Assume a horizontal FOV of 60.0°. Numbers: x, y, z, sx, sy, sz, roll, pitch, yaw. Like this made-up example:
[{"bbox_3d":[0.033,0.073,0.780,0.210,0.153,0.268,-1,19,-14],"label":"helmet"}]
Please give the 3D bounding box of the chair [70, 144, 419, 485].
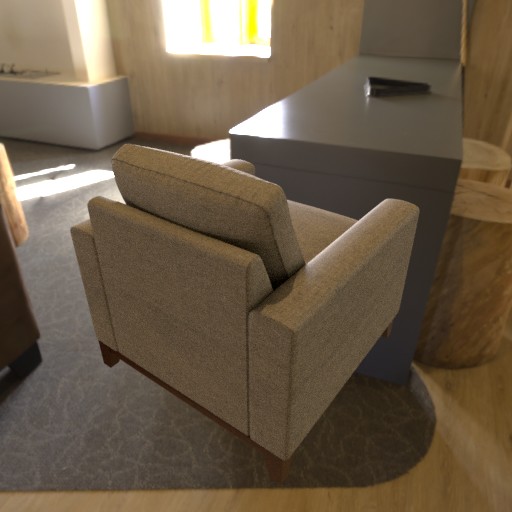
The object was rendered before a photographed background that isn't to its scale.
[{"bbox_3d":[0.000,0.000,1.888,1.024,1.010,1.038,21,37,31],"label":"chair"}]
